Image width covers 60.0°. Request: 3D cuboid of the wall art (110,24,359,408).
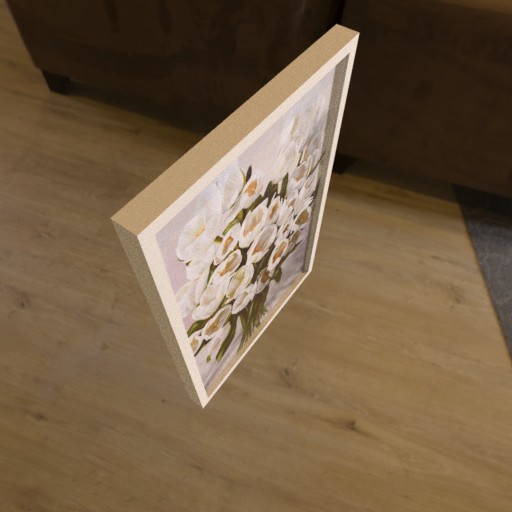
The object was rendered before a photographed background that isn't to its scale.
[{"bbox_3d":[0.000,0.000,0.821,0.038,0.657,0.450,32,62,19],"label":"wall art"}]
